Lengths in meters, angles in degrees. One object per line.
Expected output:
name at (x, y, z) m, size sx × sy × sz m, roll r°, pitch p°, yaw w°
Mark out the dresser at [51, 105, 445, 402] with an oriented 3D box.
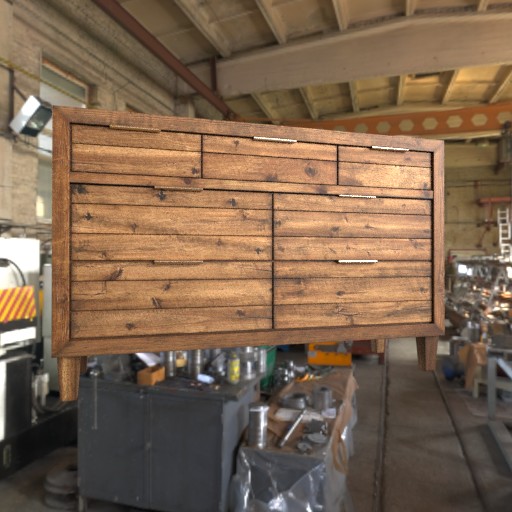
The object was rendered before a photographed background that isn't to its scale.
dresser at (0.000, 0.000, 1.714) m, size 1.387 × 0.892 × 0.438 m, roll 0°, pitch 0°, yaw -16°
